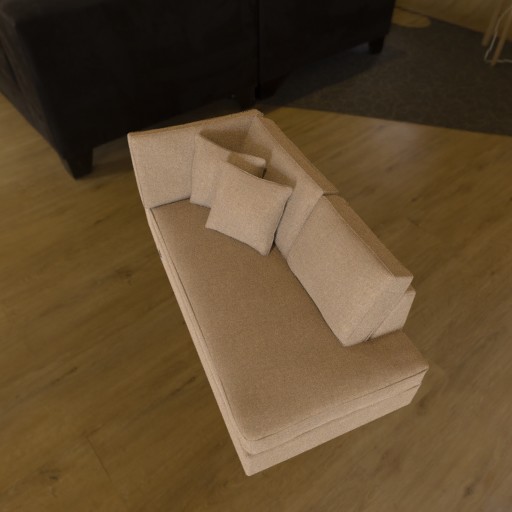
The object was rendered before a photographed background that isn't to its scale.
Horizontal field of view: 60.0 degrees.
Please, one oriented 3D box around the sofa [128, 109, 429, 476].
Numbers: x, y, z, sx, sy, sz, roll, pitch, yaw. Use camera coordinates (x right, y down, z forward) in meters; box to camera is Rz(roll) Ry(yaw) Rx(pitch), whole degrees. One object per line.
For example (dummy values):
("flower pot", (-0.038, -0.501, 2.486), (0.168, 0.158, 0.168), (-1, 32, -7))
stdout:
("sofa", (0.000, 0.000, 2.878), (1.110, 1.019, 2.238), (-17, 48, -16))
